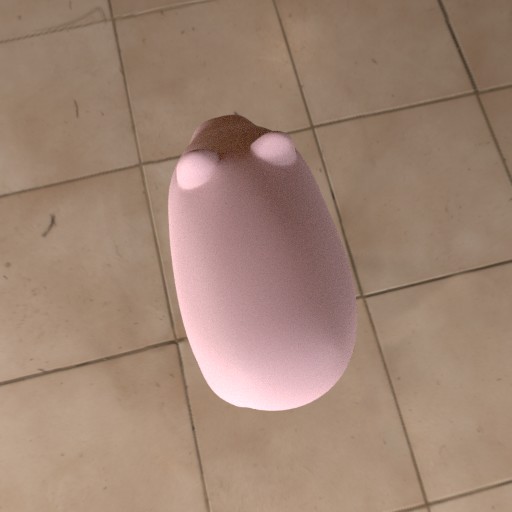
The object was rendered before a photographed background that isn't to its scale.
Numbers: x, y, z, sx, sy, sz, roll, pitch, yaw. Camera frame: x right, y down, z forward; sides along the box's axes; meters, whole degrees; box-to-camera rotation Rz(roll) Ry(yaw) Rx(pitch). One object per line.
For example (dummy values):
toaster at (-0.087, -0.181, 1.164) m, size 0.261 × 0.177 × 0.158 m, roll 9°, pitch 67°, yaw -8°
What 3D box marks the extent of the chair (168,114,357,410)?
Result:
chair at (0.000, 0.000, 0.897) m, size 0.364 × 0.423 × 0.619 m, roll -14°, pitch 76°, yaw -4°
